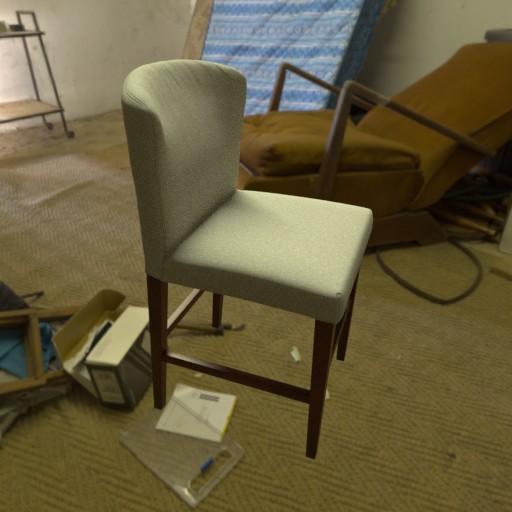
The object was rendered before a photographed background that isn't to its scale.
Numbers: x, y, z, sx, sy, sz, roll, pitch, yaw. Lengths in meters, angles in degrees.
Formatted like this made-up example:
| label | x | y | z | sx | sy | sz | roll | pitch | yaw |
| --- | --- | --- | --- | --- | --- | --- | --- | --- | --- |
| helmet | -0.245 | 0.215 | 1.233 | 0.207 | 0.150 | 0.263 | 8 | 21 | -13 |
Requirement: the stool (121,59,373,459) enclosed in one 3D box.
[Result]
| label | x | y | z | sx | sy | sz | roll | pitch | yaw |
| --- | --- | --- | --- | --- | --- | --- | --- | --- | --- |
| stool | 0.000 | 0.000 | 1.232 | 0.568 | 0.968 | 0.479 | 11 | 33 | 18 |
